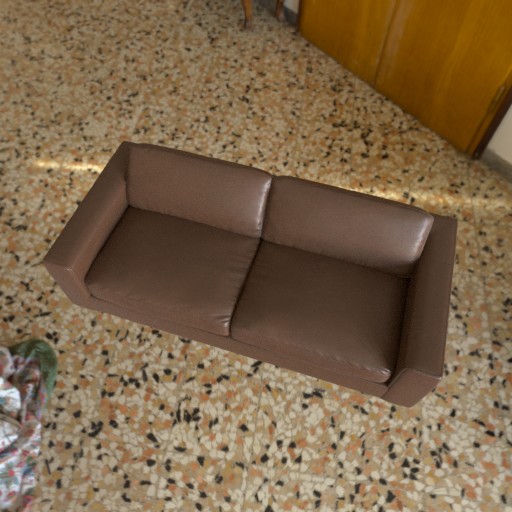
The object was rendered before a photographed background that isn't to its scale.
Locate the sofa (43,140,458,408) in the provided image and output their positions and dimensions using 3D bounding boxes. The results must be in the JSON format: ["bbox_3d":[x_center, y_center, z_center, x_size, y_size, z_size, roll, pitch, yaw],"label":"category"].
[{"bbox_3d":[0.000,0.000,2.742,2.262,0.801,1.070,15,59,9],"label":"sofa"}]
